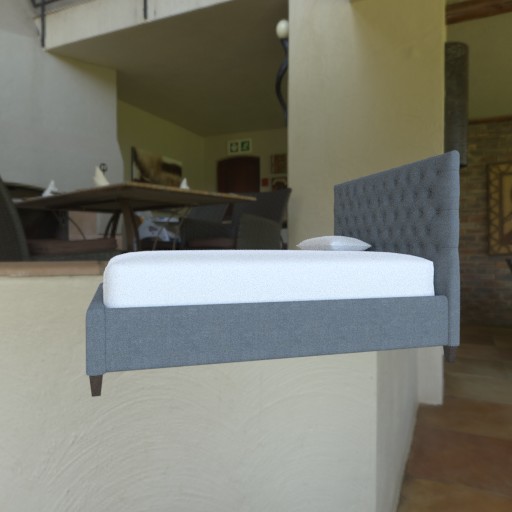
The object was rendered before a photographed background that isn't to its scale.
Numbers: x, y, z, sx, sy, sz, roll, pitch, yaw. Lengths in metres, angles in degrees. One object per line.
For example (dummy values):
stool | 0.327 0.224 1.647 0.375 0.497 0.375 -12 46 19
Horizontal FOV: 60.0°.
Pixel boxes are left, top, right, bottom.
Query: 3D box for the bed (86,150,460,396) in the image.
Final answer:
bed | 0.000 0.000 3.386 2.335 1.411 1.698 0 1 -17
